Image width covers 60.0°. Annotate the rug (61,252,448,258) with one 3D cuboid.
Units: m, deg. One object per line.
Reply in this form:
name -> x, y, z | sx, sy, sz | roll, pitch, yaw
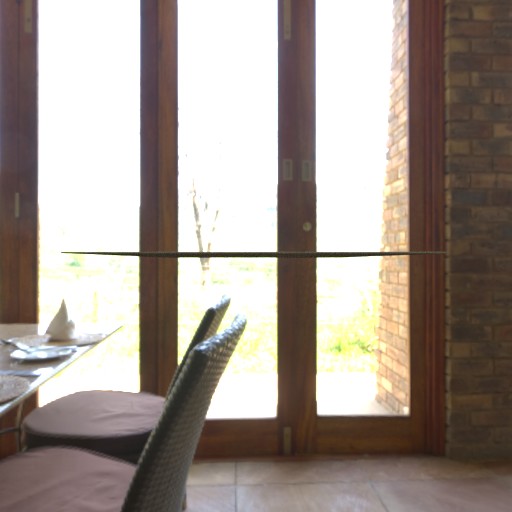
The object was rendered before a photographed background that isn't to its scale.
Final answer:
rug -> 0.000, 0.000, 2.296 | 1.229, 0.005, 1.827 | 0, -1, 0
